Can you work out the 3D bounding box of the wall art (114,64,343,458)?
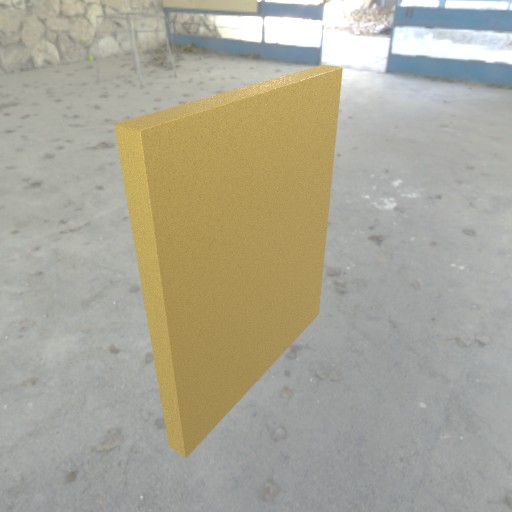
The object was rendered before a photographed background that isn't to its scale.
[{"bbox_3d":[0.000,0.000,0.890,0.048,0.642,0.537,21,38,29],"label":"wall art"}]
